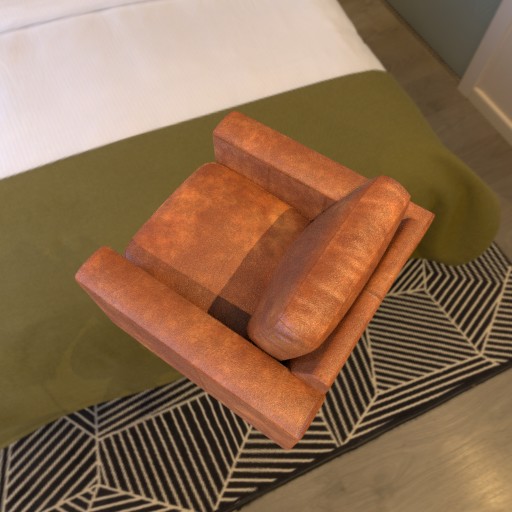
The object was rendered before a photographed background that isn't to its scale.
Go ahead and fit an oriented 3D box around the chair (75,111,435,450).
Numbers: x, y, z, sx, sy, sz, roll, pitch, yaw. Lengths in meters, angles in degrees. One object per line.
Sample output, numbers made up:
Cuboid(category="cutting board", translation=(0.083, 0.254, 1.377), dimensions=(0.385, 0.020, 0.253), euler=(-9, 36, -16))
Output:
Cuboid(category="chair", translation=(0.000, 0.000, 1.776), dimensions=(1.016, 0.873, 1.005), euler=(32, 67, 15))
